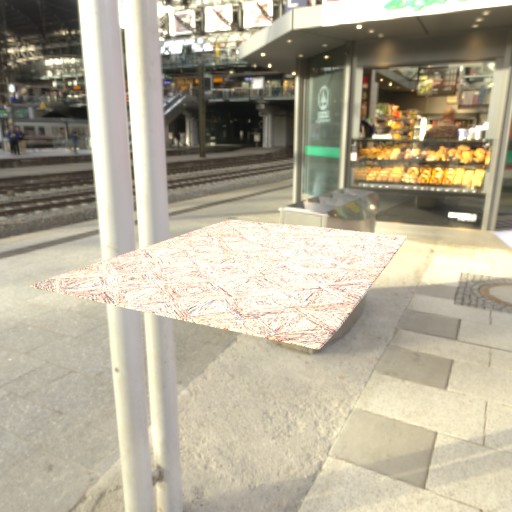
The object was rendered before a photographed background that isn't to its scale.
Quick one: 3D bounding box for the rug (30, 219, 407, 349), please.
[{"bbox_3d":[0.000,0.000,4.380,2.436,0.024,3.226,7,17,26],"label":"rug"}]
